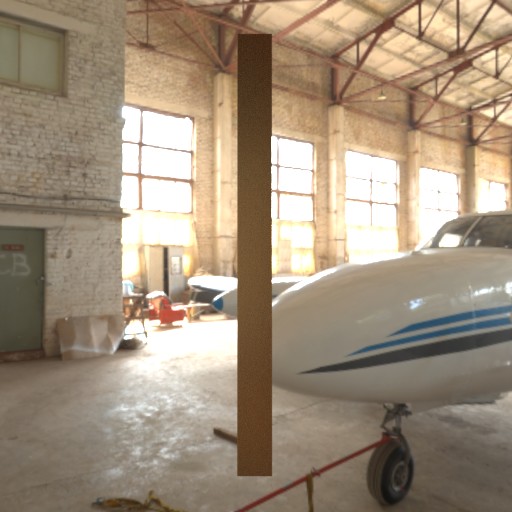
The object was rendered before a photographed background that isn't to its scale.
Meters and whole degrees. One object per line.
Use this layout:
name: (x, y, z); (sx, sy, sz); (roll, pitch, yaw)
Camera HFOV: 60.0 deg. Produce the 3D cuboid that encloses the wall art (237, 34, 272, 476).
wall art: (0.000, 0.000, 0.764); (0.040, 0.509, 0.509); (0, -1, 0)
